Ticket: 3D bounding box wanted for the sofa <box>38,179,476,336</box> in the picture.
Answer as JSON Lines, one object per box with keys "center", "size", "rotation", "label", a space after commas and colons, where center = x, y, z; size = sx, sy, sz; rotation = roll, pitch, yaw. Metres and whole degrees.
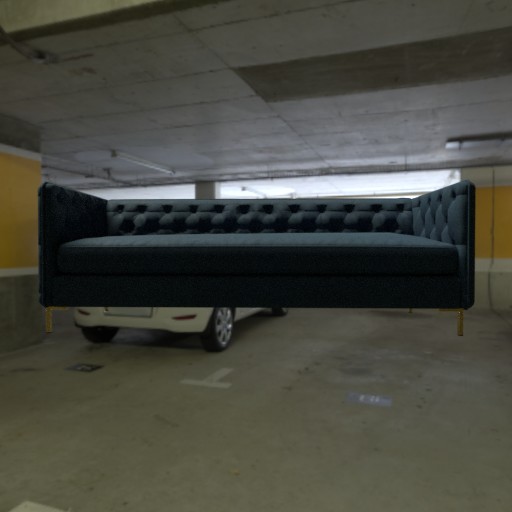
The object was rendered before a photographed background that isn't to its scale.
{"center": [0.000, 0.000, 2.614], "size": [2.209, 0.771, 0.895], "rotation": [0, 1, 2], "label": "sofa"}
